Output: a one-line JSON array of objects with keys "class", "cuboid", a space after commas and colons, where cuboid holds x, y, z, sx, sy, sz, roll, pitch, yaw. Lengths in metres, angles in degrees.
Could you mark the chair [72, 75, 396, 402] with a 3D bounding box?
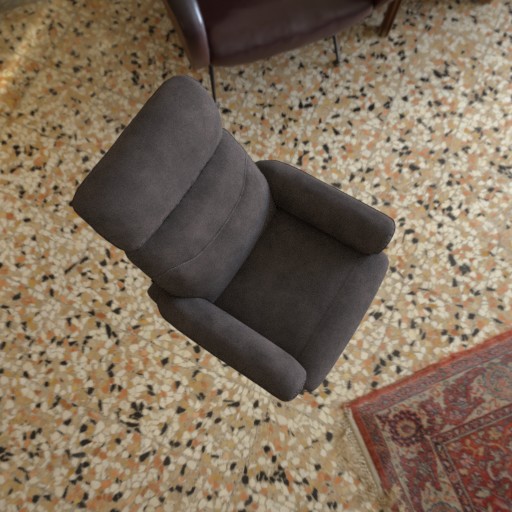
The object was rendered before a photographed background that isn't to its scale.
[{"class": "chair", "cuboid": [0.000, 0.000, 1.782, 1.009, 1.035, 0.830, 32, 77, 8]}]
